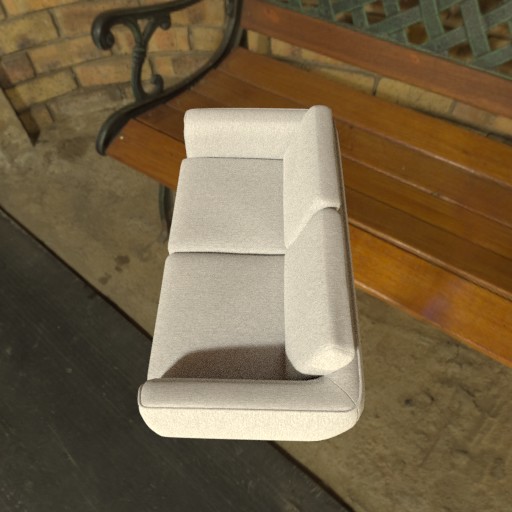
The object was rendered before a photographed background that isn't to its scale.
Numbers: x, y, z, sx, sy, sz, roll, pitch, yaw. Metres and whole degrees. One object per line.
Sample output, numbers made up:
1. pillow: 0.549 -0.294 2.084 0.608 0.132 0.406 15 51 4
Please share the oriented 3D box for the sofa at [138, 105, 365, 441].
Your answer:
1. sofa: 0.000 0.000 2.244 0.920 0.850 1.700 1 58 1
